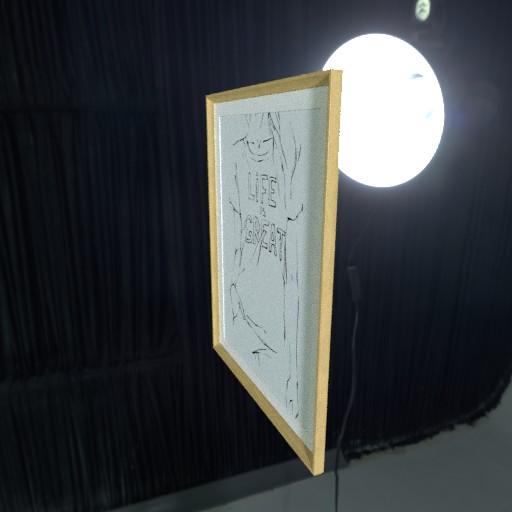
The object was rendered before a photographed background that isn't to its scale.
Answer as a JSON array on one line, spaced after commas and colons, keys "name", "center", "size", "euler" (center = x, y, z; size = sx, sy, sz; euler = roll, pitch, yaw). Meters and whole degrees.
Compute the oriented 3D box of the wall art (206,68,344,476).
[{"name": "wall art", "center": [0.000, 0.000, 1.392], "size": [0.030, 1.002, 0.798], "euler": [-7, 17, -24]}]
